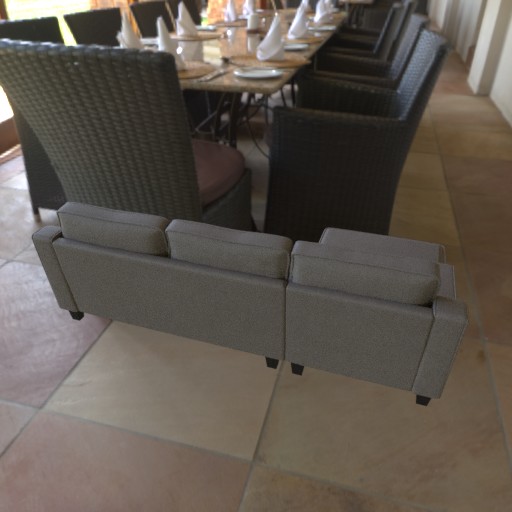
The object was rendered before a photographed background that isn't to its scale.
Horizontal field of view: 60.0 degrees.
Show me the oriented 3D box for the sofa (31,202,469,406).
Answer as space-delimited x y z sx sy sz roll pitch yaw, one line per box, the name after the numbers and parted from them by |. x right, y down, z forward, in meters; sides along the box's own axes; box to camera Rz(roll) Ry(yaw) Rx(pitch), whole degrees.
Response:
0.000 0.000 3.099 2.561 0.928 1.294 10 34 15 | sofa
